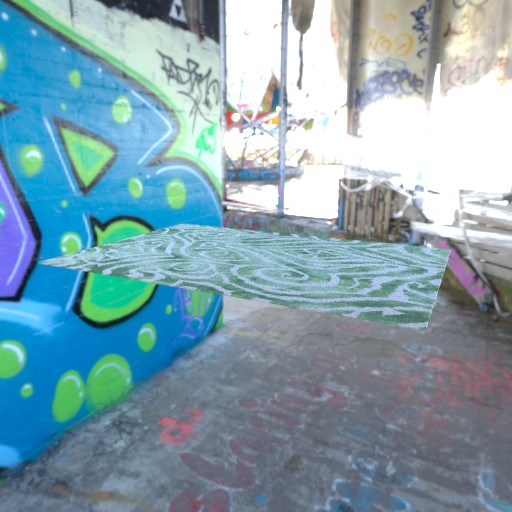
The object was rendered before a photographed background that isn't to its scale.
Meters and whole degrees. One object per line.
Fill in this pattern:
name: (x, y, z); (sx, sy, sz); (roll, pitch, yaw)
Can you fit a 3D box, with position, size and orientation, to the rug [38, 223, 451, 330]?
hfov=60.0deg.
rug: (0.000, 0.000, 2.345); (1.826, 0.006, 1.220); (7, 16, 26)
